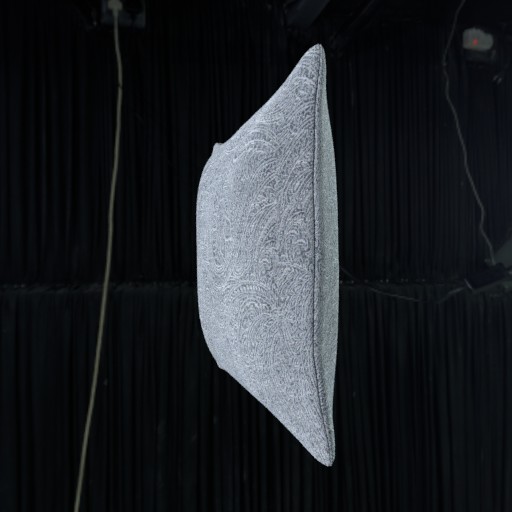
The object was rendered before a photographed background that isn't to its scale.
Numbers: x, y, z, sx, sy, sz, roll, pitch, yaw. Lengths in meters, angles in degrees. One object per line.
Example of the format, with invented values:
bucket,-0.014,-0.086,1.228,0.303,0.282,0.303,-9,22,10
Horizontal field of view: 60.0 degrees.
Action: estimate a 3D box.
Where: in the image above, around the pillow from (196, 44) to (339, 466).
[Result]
pillow,0.000,0.000,0.769,0.166,0.510,0.523,0,0,-19
